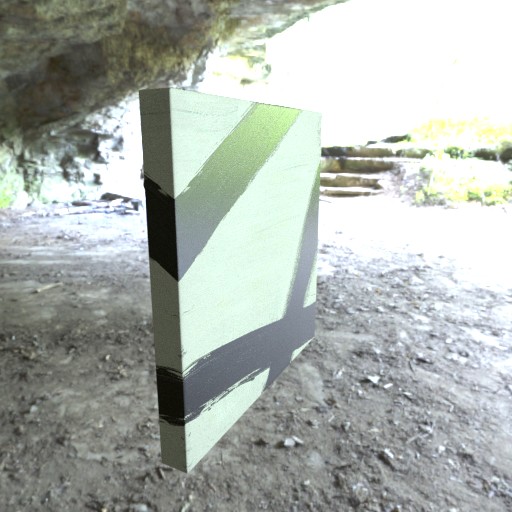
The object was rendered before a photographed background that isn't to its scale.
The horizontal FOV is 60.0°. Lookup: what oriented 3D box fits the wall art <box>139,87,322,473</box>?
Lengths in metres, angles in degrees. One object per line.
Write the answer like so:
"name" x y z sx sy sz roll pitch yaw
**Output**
"wall art" 0.000 0.000 0.781 0.050 0.508 0.507 7 16 27
